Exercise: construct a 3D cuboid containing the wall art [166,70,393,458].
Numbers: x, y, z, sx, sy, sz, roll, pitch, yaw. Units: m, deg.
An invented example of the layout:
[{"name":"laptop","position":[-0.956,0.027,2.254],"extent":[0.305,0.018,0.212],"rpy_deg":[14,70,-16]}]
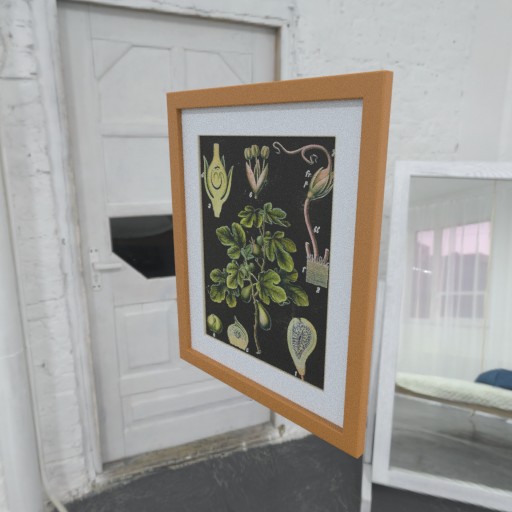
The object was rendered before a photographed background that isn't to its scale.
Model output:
[{"name":"wall art","position":[0.000,0.000,0.762],"extent":[0.452,0.553,0.022],"rpy_deg":[15,21,42]}]
